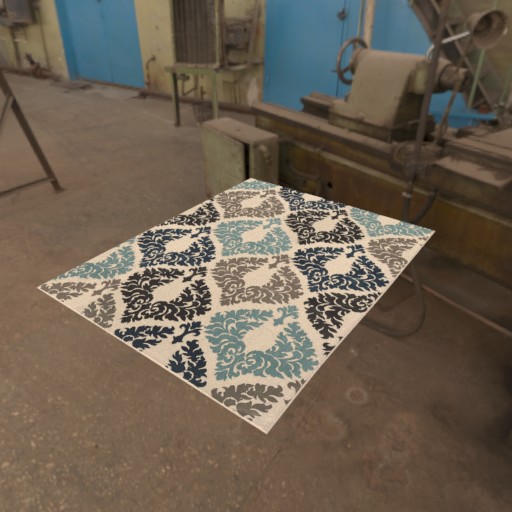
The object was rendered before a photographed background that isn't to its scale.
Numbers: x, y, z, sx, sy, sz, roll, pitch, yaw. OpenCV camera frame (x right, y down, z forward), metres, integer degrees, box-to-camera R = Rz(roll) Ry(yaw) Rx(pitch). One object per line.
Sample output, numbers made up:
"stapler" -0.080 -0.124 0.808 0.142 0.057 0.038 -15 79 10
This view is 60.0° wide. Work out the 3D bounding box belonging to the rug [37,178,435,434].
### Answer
"rug" 0.000 0.000 4.212 2.423 0.014 3.040 22 38 30
